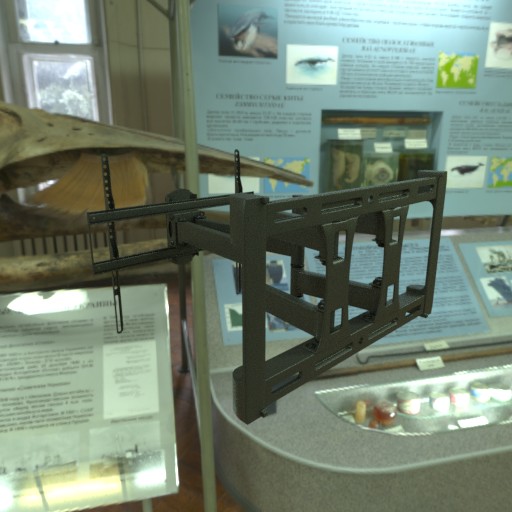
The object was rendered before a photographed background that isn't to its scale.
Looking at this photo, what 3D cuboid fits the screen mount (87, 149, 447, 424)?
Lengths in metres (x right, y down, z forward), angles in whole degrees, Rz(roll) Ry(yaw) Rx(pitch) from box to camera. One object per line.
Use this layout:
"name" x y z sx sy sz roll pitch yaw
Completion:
"screen mount" 0.000 0.000 0.956 0.571 0.424 0.556 -15 21 -42
